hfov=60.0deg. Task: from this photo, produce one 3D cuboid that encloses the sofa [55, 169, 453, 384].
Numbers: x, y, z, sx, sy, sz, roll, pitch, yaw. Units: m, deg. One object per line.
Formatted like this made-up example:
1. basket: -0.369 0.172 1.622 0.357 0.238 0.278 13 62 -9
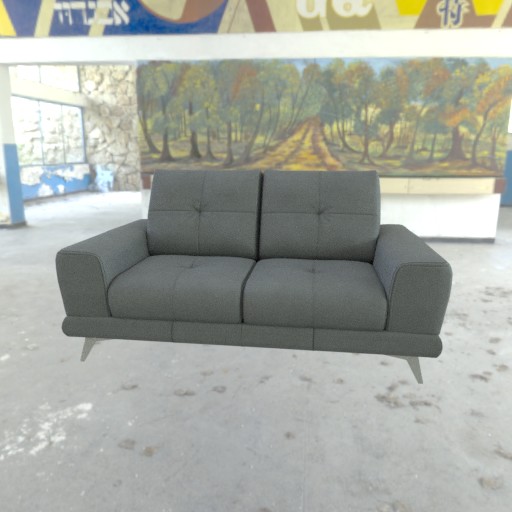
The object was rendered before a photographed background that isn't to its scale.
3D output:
1. sofa: 0.000 0.000 2.424 1.806 0.907 1.018 2 14 7
